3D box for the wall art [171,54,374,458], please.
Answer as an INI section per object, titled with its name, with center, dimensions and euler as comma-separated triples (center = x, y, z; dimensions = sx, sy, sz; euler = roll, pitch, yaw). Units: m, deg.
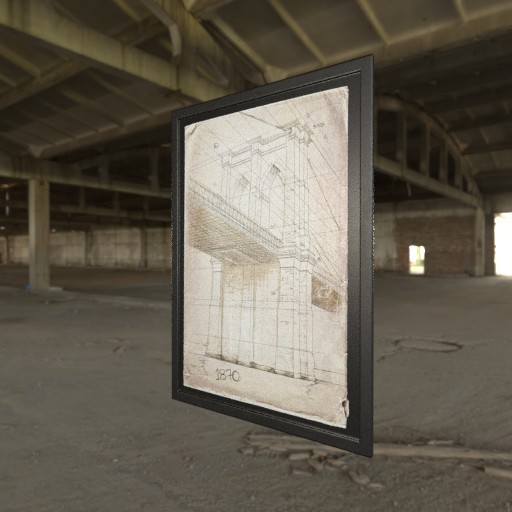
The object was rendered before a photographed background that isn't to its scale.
[wall art]
center = 0.000, 0.000, 1.280
dimensions = 0.707, 0.967, 0.013
euler = 0, 1, 38
